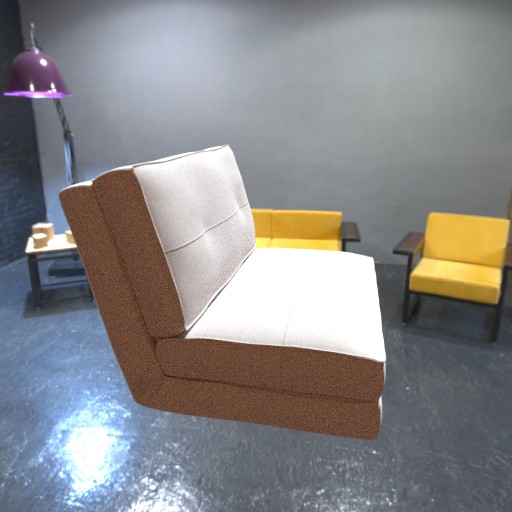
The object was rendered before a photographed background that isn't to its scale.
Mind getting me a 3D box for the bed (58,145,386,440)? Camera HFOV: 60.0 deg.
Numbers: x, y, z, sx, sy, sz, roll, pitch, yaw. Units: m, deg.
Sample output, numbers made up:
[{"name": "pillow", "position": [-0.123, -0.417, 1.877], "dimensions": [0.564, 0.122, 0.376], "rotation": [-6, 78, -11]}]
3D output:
[{"name": "bed", "position": [0.000, 0.000, 1.334], "dimensions": [0.749, 0.614, 0.799], "rotation": [4, 17, 12]}]
